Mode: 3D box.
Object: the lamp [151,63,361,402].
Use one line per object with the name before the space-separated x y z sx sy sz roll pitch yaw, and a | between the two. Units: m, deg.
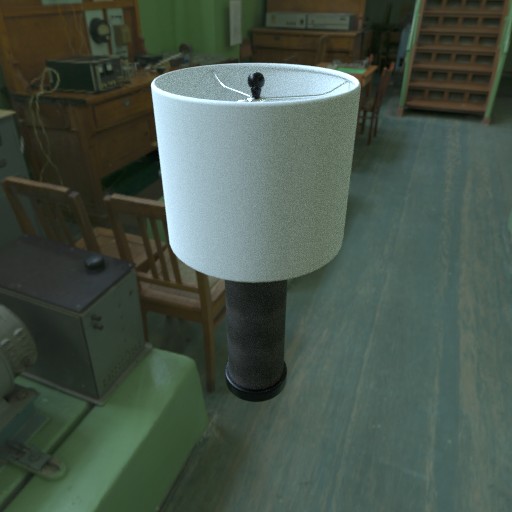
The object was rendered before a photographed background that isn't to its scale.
lamp | 0.000 0.000 0.816 0.305 0.634 0.305 11 33 16
